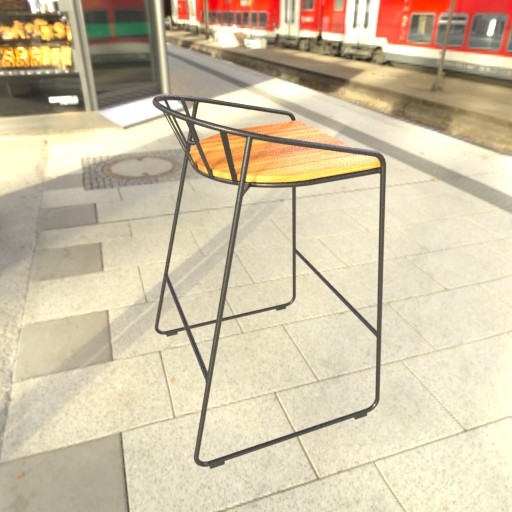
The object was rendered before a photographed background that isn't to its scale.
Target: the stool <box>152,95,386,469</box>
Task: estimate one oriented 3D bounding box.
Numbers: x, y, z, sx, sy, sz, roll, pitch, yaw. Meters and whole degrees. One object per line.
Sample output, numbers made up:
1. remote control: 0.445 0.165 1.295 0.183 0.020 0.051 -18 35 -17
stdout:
1. stool: 0.000 0.000 1.171 0.521 0.812 0.546 -11 31 -18
